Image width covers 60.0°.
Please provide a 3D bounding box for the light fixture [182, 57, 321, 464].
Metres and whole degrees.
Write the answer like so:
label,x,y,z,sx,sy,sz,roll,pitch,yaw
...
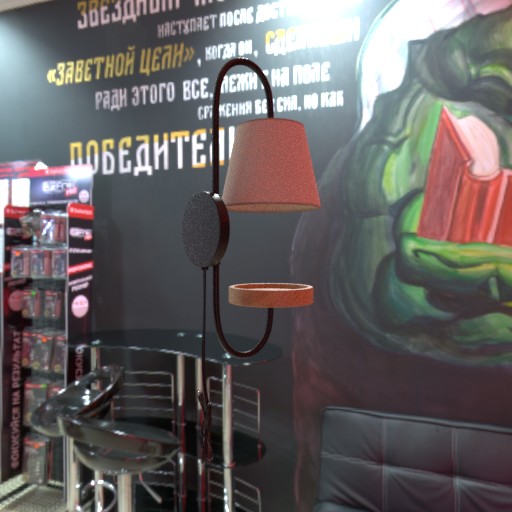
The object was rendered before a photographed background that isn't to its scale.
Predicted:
label,x,y,z,sx,sy,sz,roll,pitch,yaw
light fixture,0.000,0.000,0.946,0.299,0.821,0.220,-1,1,-38
